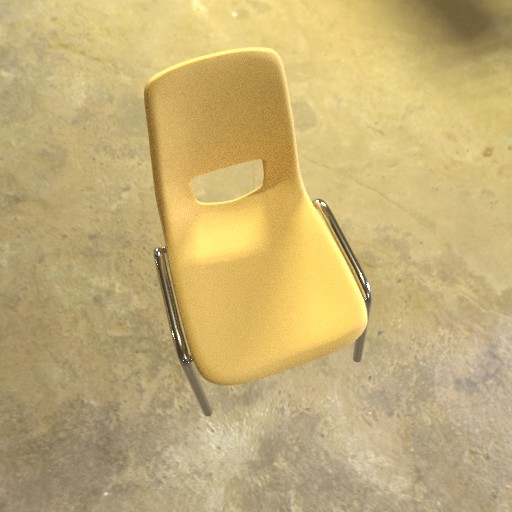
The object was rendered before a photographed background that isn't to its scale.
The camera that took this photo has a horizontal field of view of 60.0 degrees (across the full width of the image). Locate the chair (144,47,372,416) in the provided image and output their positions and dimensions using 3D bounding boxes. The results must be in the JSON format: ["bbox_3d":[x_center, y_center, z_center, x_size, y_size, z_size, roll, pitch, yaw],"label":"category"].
[{"bbox_3d":[0.000,0.000,0.769,0.354,0.536,0.385,-17,66,-8],"label":"chair"}]
